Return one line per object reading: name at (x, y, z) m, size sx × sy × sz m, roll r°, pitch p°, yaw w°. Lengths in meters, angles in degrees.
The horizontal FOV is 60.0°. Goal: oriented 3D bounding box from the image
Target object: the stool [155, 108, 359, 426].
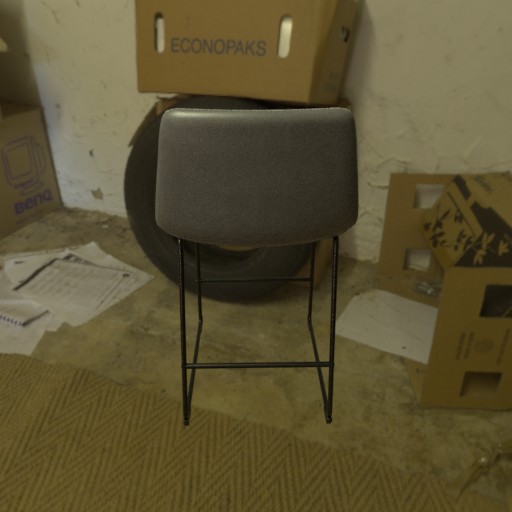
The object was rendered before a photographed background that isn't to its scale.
stool at (0.000, 0.000, 1.204) m, size 0.470 × 0.876 × 0.546 m, roll -1°, pitch 30°, yaw -1°
